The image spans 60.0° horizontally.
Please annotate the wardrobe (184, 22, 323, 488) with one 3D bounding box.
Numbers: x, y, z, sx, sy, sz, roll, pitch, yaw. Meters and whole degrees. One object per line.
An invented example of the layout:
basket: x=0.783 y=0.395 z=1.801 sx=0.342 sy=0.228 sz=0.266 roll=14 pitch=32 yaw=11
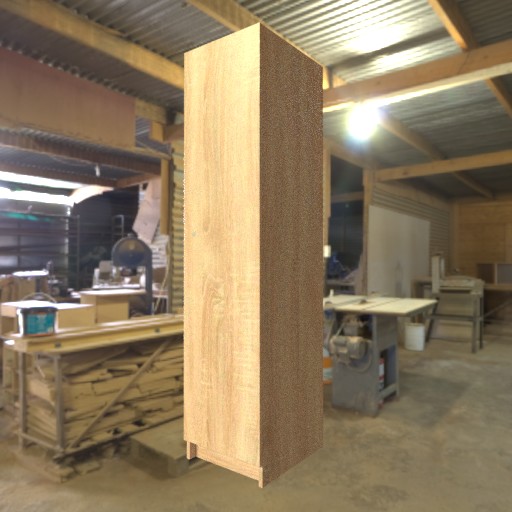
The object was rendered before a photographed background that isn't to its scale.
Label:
wardrobe: x=0.000 y=0.000 z=2.388 sx=0.496 sy=2.117 sz=0.588 roll=0 pitch=-1 yaw=38
